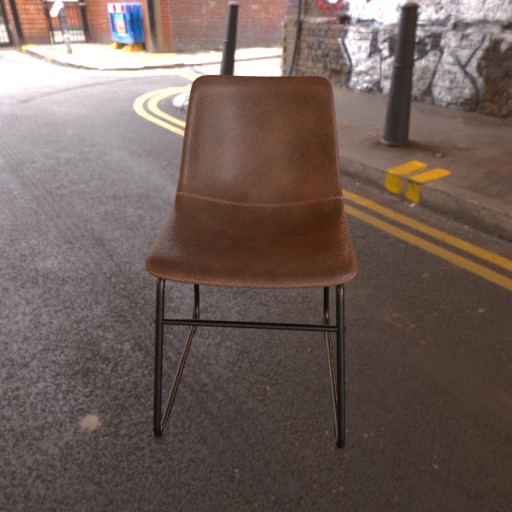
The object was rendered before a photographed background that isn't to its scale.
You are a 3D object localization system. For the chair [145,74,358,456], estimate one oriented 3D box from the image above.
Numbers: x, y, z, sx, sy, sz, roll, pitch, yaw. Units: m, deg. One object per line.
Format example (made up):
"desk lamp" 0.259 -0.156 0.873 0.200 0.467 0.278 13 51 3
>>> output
"chair" 0.000 0.000 1.103 0.460 0.780 0.551 2 30 3
